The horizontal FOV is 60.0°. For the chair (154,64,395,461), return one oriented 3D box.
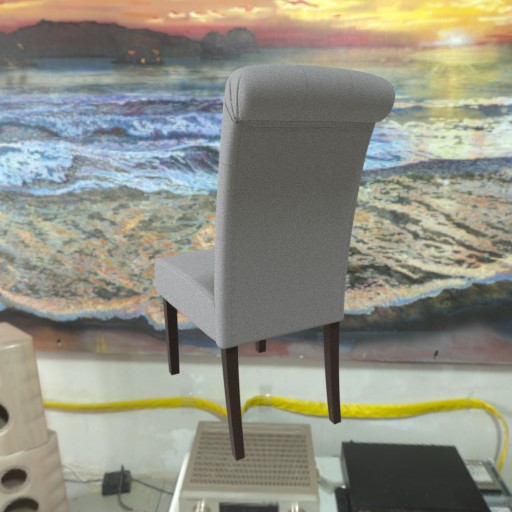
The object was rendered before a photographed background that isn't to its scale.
[{"bbox_3d":[0.000,0.000,1.351,0.456,1.006,0.671,-8,17,-27],"label":"chair"}]
